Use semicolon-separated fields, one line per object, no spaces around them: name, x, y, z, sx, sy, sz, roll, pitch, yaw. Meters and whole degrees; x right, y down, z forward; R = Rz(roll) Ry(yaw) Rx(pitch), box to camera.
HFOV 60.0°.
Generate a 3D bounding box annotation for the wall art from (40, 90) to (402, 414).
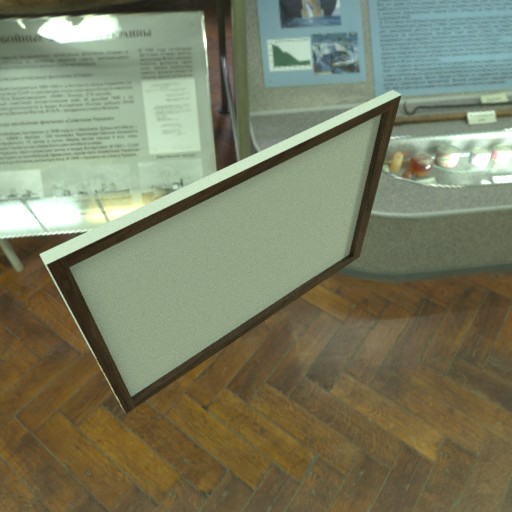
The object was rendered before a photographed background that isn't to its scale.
wall art;0.000;0.000;1.929;1.520;1.016;0.051;-30;55;-25
